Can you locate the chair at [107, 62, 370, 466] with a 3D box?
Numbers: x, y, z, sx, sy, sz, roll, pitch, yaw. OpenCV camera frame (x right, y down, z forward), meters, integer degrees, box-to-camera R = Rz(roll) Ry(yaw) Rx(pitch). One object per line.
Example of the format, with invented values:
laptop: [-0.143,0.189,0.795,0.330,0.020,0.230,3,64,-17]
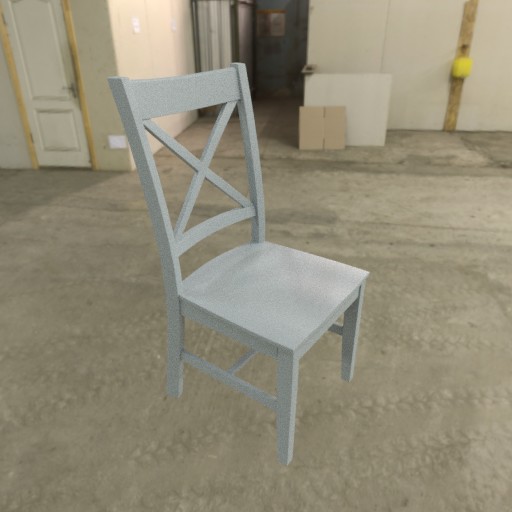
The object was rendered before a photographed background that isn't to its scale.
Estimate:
chair: [0.000,0.000,1.293,0.542,0.983,0.485,19,33,31]
